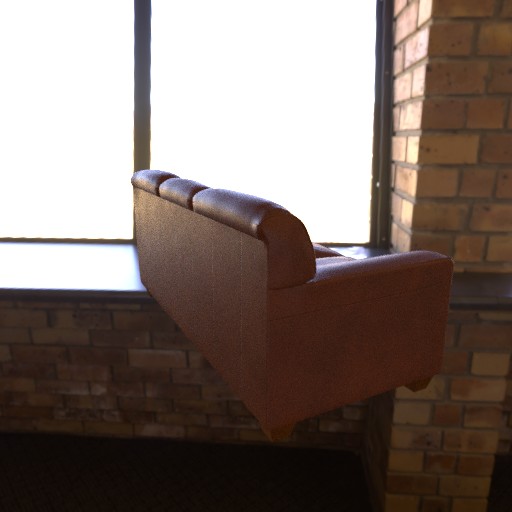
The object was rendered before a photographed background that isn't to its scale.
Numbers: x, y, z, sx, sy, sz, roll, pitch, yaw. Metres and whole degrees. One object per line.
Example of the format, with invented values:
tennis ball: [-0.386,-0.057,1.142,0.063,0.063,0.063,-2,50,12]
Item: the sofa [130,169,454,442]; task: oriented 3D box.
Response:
sofa: [0.000,0.000,2.632,1.008,0.953,2.039,-8,17,-27]
